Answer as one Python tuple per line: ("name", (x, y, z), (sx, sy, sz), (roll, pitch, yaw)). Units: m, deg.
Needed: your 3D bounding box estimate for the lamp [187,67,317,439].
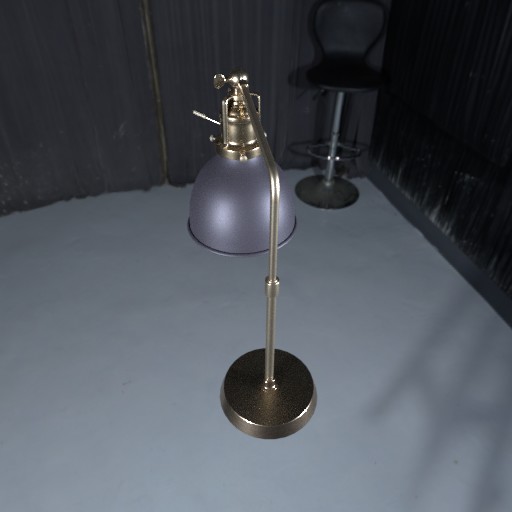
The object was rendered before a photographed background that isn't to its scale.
("lamp", (0.000, 0.000, 0.603), (0.160, 0.456, 0.291), (-11, 42, -13))
